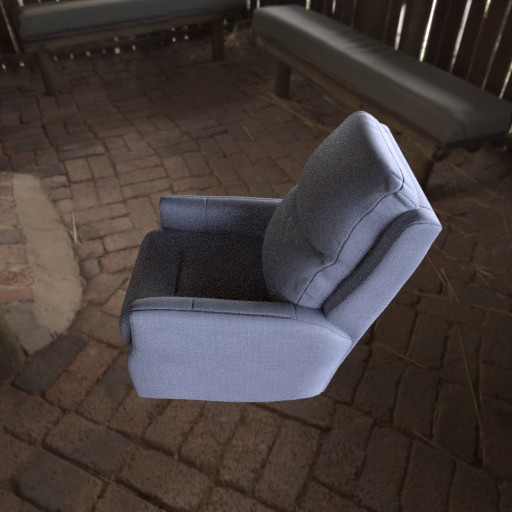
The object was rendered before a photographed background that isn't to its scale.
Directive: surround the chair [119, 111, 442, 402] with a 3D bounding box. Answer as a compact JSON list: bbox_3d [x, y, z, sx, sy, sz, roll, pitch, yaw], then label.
[{"bbox_3d":[0.000,0.000,1.807,1.080,1.030,0.829,0,41,0],"label":"chair"}]
